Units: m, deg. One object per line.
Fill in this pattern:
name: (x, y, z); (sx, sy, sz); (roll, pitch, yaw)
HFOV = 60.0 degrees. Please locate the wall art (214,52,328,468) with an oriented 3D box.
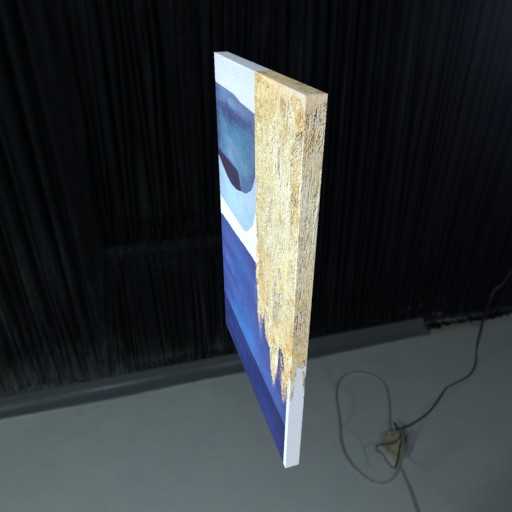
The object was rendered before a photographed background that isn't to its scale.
wall art: (0.000, 0.000, 1.155); (0.039, 0.911, 0.607); (-9, 32, -15)
